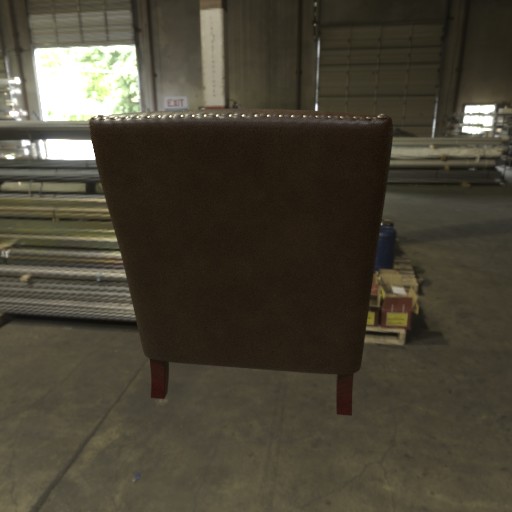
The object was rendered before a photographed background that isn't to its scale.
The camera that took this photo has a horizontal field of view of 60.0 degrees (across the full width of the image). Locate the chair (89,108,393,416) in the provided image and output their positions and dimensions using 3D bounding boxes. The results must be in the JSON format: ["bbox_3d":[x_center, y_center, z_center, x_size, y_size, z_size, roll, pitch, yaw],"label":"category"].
[{"bbox_3d":[0.000,0.000,1.310,0.639,0.813,0.704,2,17,8],"label":"chair"}]
